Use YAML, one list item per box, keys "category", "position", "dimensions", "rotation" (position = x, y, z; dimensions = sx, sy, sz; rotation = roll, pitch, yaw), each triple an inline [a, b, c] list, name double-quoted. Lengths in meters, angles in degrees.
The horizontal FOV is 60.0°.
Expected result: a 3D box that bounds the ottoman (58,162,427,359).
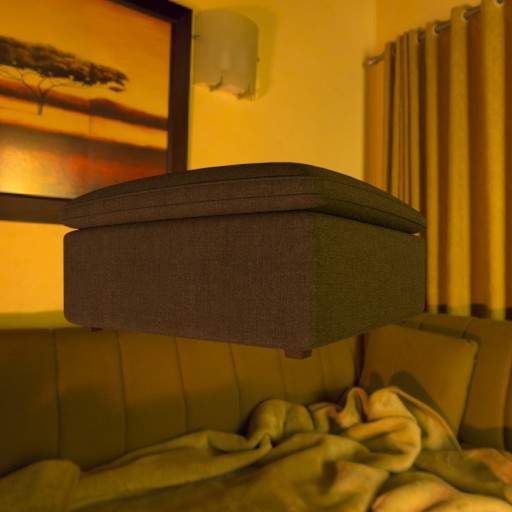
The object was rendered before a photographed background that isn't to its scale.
- category: "ottoman"
  position: [0.000, 0.000, 1.731]
  dimensions: [1.067, 0.559, 1.067]
  rotation: [-1, -2, 35]
